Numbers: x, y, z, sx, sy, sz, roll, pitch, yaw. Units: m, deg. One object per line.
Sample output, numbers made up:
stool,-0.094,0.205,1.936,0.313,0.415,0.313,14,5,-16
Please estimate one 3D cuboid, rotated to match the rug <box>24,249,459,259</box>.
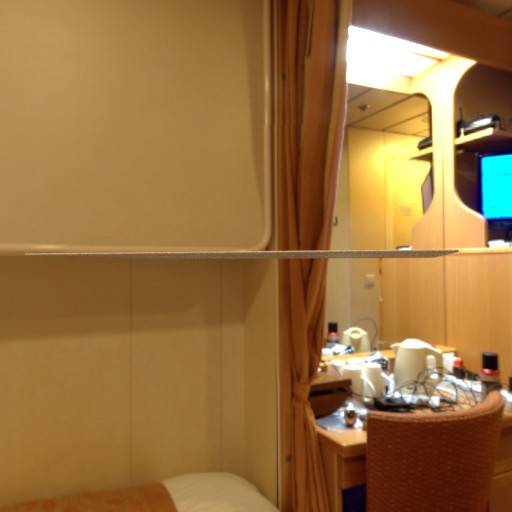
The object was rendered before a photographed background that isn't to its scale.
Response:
rug,0.000,0.000,3.688,2.878,0.014,2.005,0,-1,18
